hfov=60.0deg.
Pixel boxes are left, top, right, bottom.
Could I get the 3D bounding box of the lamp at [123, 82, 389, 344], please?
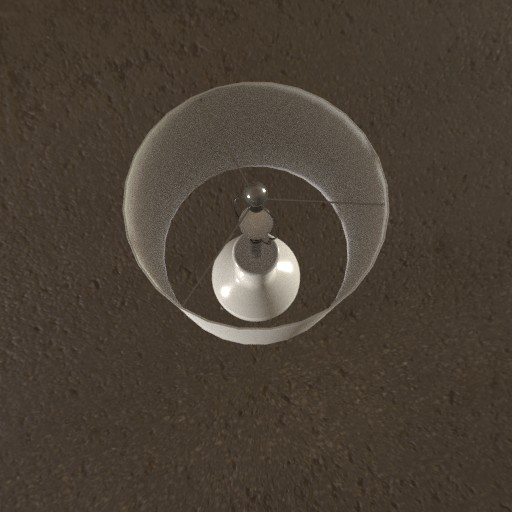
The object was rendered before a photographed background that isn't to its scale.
[{"bbox_3d":[0.000,0.000,0.893,0.357,0.673,0.357,32,77,8],"label":"lamp"}]
